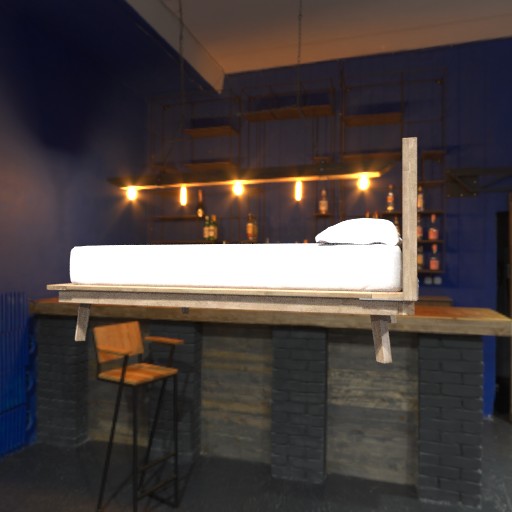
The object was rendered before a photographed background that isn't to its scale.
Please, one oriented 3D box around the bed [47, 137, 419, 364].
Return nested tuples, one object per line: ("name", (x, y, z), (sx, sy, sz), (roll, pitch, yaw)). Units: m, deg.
("bed", (0.000, 0.000, 3.183), (2.145, 1.071, 1.759), (0, 0, 18))
